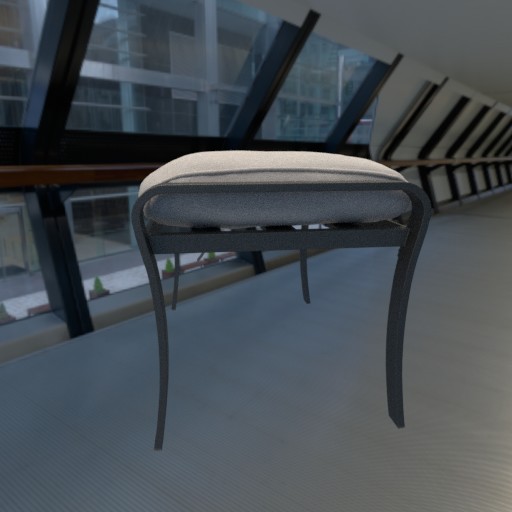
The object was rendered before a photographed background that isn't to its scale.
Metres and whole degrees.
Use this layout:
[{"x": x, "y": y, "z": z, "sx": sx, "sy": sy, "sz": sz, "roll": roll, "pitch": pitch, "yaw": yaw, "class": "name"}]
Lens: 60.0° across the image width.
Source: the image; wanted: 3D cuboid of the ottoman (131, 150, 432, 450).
[{"x": 0.000, "y": 0.000, "z": 0.911, "sx": 0.406, "sy": 0.422, "sz": 0.610, "roll": -2, "pitch": 14, "yaw": -8, "class": "ottoman"}]
